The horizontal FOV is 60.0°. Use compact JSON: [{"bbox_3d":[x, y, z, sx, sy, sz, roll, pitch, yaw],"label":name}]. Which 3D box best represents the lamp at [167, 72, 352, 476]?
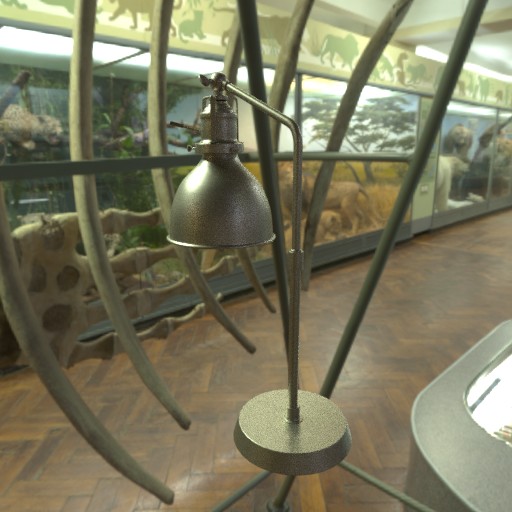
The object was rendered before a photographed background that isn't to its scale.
[{"bbox_3d":[0.000,0.000,0.571,0.286,0.456,0.153,14,19,43],"label":"lamp"}]
